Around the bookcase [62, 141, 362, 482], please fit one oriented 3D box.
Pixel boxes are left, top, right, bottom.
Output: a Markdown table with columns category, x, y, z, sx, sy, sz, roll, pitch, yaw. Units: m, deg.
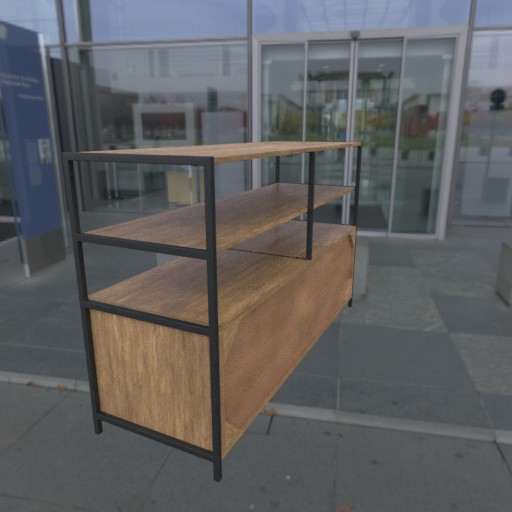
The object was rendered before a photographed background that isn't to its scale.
| category | x | y | z | sx | sy | sz | roll | pitch | yaw |
| --- | --- | --- | --- | --- | --- | --- | --- | --- | --- |
| bookcase | 0.000 | 0.000 | 1.471 | 0.391 | 0.712 | 1.149 | 8 | 18 | 25 |
